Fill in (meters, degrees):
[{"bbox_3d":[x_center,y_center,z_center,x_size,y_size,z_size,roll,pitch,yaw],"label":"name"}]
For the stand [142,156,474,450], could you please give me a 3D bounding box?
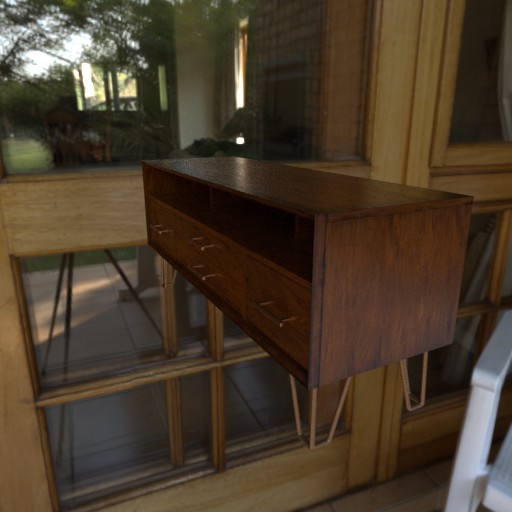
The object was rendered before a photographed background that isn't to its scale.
[{"bbox_3d":[0.000,0.000,1.643,0.481,0.610,1.372,-9,19,-26],"label":"stand"}]
